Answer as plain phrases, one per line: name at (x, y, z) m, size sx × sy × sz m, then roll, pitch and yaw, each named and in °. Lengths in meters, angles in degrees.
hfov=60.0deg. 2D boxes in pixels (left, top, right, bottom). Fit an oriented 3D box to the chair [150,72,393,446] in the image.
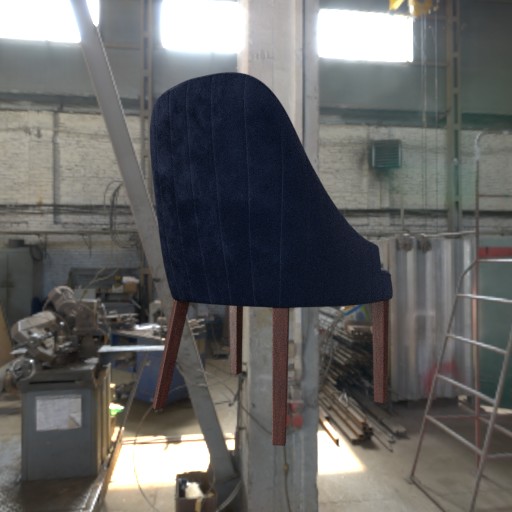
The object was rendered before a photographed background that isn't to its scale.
chair at (0.000, 0.000, 1.330) m, size 0.643 × 0.889 × 0.575 m, roll -1°, pitch -1°, yaw 37°
